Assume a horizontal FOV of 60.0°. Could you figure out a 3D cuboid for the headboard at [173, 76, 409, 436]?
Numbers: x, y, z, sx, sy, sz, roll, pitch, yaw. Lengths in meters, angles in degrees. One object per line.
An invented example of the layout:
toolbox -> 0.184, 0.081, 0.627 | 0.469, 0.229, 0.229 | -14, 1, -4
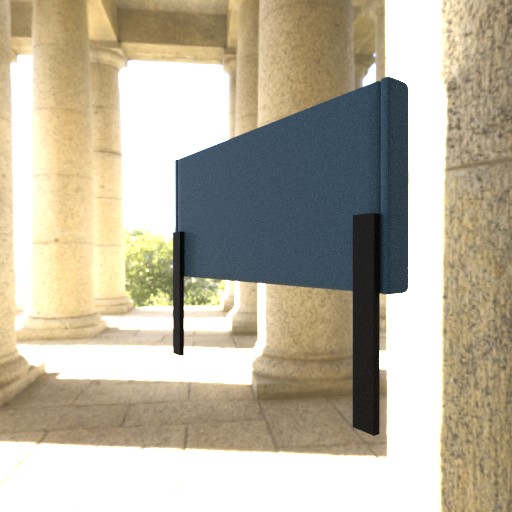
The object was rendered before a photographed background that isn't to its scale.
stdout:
headboard -> 0.000, 0.000, 2.726 | 0.184, 1.524, 2.051 | 0, 0, -36
